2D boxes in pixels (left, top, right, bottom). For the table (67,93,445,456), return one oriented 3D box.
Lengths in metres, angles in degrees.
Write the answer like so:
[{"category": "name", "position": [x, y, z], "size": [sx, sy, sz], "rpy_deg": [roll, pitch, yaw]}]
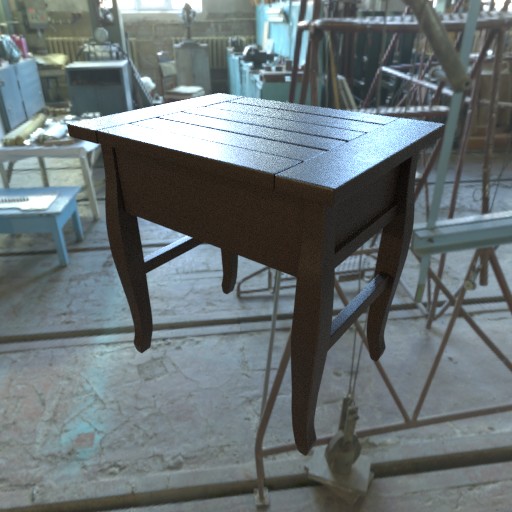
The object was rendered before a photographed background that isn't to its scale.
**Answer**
[{"category": "table", "position": [0.000, 0.000, 1.032], "size": [0.602, 0.605, 0.460], "rpy_deg": [20, 35, 32]}]
